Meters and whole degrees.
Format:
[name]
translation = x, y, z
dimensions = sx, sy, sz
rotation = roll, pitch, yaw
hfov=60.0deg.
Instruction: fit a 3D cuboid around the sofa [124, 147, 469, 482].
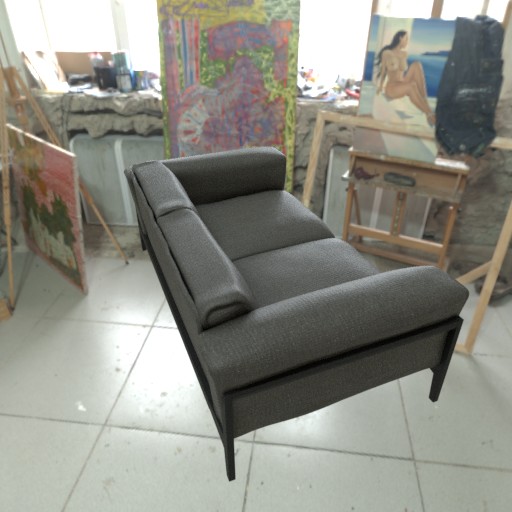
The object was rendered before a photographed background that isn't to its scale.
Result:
[sofa]
translation = 0.000, 0.000, 2.143
dimensions = 0.960, 0.656, 1.690
rotation = -12, 34, -19
